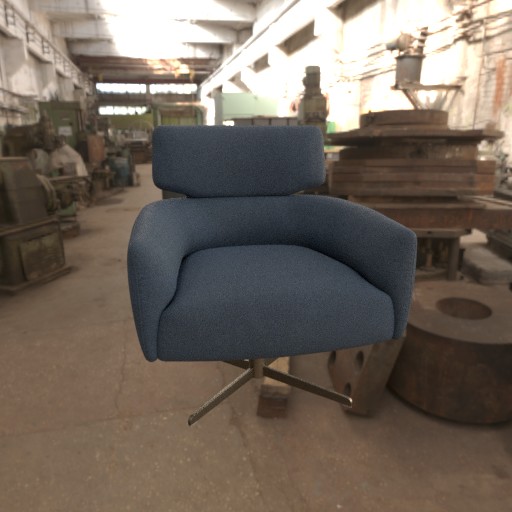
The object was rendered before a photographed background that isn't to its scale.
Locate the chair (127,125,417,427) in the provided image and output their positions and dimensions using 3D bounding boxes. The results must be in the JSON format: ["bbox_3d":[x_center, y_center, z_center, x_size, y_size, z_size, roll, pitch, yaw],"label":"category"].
[{"bbox_3d":[0.000,0.000,1.407,0.738,0.813,0.761,-3,15,-11],"label":"chair"}]
